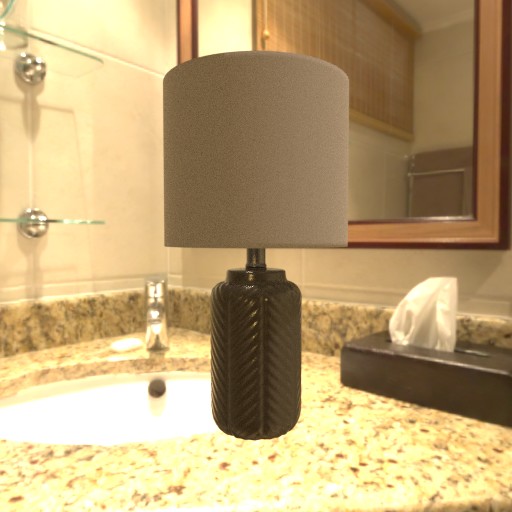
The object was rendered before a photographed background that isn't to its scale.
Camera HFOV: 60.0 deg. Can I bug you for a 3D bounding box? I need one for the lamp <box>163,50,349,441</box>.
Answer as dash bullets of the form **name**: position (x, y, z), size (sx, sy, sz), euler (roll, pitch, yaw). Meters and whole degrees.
- **lamp**: position (0.000, 0.000, 0.502), size (0.203, 0.389, 0.203), euler (0, 3, 2)
